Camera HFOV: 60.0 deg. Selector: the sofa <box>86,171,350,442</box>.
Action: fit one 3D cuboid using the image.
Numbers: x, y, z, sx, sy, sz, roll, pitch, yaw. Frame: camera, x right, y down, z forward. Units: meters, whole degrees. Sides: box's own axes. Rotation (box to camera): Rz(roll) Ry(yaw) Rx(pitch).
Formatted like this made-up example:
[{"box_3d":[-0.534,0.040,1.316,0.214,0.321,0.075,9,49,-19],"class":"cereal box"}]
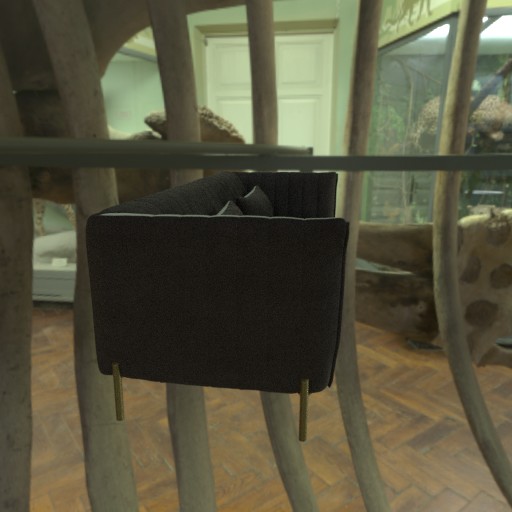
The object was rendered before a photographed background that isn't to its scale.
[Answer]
[{"box_3d":[0.000,0.000,2.398,0.876,0.780,1.980,2,15,9],"class":"sofa"}]
